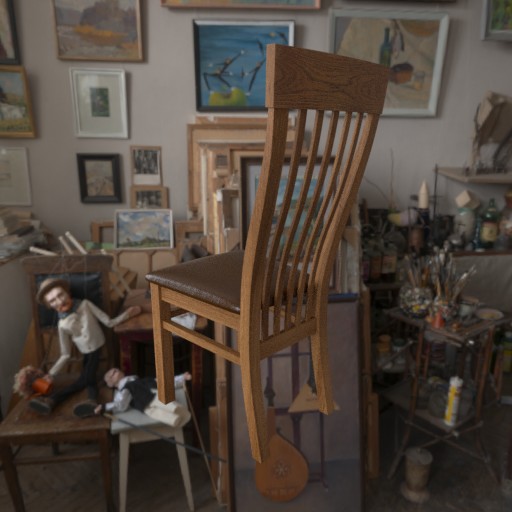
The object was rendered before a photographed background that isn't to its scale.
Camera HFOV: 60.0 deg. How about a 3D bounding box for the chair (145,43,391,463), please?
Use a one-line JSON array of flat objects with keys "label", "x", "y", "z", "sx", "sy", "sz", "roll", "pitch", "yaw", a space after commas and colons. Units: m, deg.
[{"label": "chair", "x": 0.000, "y": 0.000, "z": 1.338, "sx": 0.580, "sy": 1.050, "sz": 0.450, "roll": 15, "pitch": 21, "yaw": 43}]
